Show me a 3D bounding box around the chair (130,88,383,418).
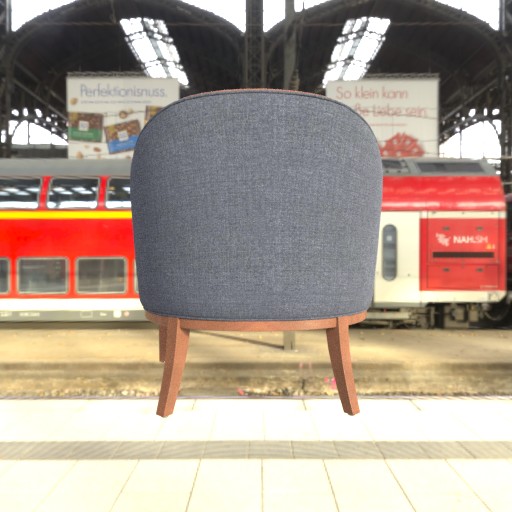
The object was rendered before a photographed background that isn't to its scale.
[{"bbox_3d":[0.000,0.000,1.507,0.803,0.876,0.735,0,1,-1],"label":"chair"}]
